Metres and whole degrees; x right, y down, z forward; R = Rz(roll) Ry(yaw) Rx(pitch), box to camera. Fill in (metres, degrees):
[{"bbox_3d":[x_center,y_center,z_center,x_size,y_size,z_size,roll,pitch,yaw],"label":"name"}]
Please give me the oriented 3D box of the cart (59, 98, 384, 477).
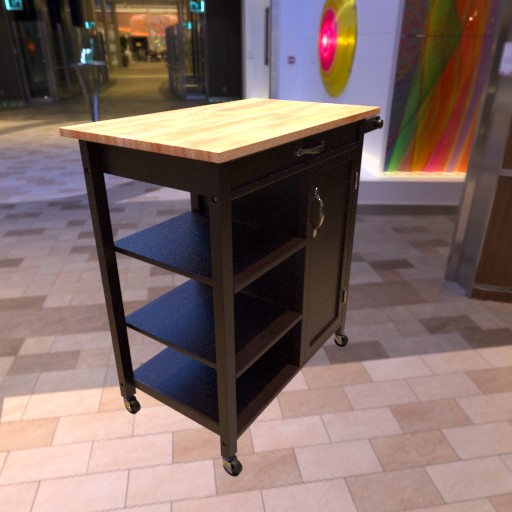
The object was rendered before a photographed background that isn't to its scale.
[{"bbox_3d":[0.000,0.000,1.421,0.472,0.878,0.914,16,30,31],"label":"cart"}]
